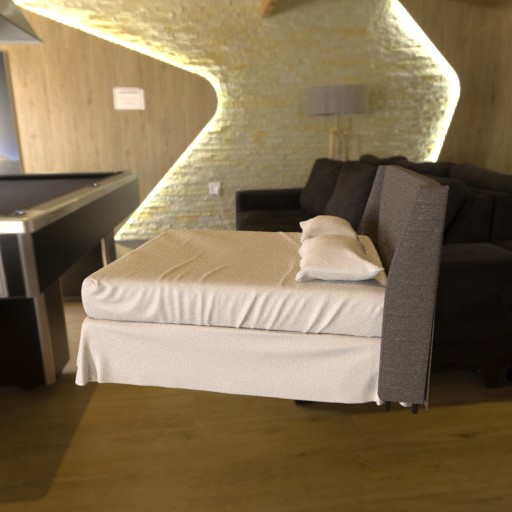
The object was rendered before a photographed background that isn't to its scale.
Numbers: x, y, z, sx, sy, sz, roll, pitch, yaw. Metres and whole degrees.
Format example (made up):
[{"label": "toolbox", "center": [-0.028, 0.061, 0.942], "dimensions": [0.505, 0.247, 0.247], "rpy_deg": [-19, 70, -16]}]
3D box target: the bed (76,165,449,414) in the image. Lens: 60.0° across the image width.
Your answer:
[{"label": "bed", "center": [0.000, 0.000, 3.437], "dimensions": [2.276, 1.332, 1.925], "rpy_deg": [2, 15, 9]}]
